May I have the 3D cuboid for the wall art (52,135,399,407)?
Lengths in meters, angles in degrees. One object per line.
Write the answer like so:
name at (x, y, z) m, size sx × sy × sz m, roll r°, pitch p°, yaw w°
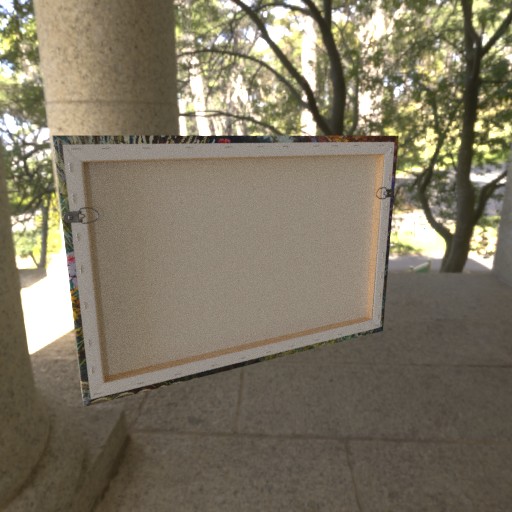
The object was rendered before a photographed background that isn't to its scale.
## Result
wall art at (0.000, 0.000, 1.449) m, size 1.136 × 0.760 × 0.042 m, roll -8°, pitch 17°, yaw -26°
